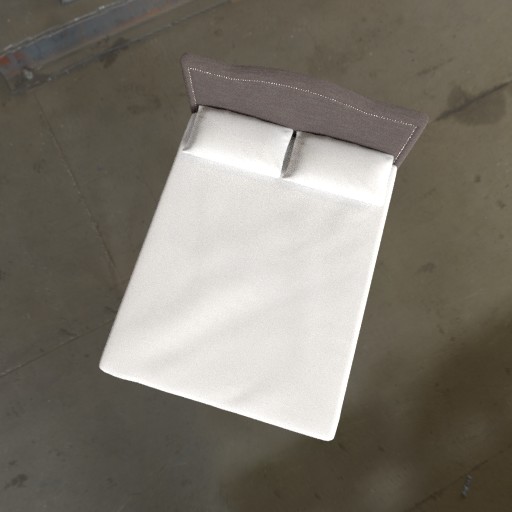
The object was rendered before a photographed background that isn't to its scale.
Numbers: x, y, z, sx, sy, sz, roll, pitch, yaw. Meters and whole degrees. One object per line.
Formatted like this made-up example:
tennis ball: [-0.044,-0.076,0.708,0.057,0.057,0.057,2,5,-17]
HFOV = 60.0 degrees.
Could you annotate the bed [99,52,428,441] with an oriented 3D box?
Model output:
bed: [0.000,0.000,3.843,2.161,1.457,2.689,16,76,4]
